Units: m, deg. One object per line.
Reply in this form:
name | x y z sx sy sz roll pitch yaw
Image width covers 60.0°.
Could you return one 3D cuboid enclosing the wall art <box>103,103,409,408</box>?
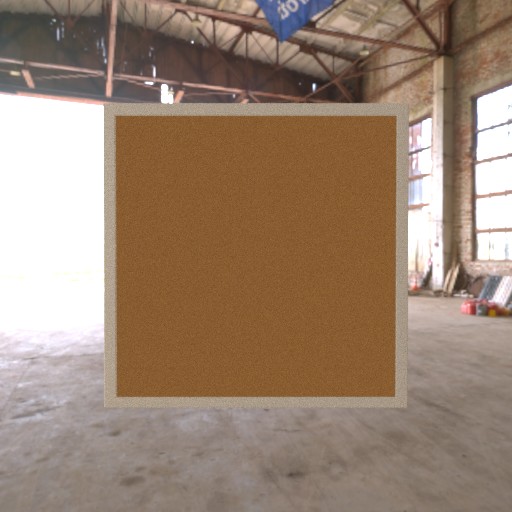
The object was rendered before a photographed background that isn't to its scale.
wall art | 0.000 0.000 0.462 0.305 0.305 0.037 0 1 0
